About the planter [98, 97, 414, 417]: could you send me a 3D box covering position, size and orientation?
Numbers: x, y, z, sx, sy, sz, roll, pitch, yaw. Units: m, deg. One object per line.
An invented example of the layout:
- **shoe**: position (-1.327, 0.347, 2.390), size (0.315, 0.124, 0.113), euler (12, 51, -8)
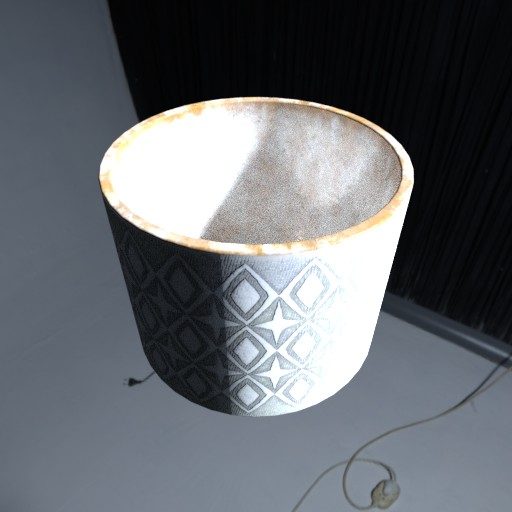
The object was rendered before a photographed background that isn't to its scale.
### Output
- **planter**: position (0.000, 0.000, 0.442), size (0.255, 0.223, 0.255), euler (0, 41, 0)
